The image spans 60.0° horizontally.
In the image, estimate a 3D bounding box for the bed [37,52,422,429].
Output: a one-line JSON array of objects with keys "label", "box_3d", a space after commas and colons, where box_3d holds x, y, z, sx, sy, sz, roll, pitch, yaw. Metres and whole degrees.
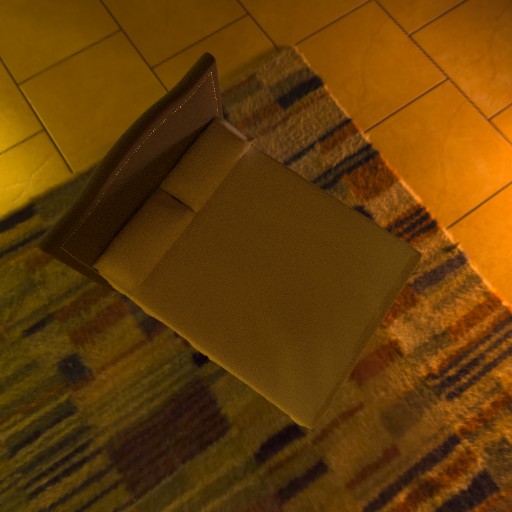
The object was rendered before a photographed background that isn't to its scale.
[{"label": "bed", "box_3d": [0.000, 0.000, 3.198, 2.036, 1.387, 1.666, 34, 77, 9]}]
